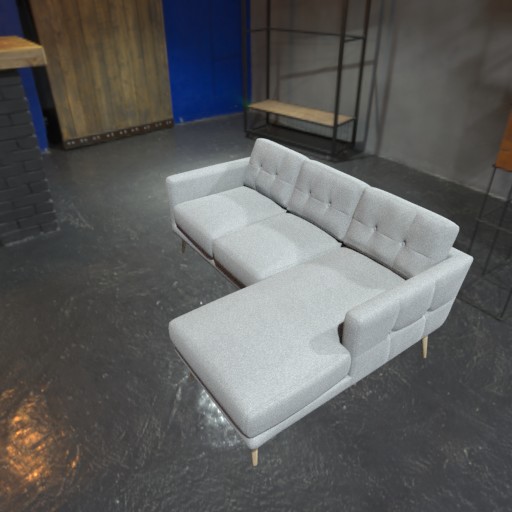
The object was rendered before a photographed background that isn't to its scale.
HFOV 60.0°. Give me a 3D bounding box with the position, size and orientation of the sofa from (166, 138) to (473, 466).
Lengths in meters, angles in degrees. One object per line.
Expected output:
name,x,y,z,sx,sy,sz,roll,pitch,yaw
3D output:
sofa,0.000,0.000,2.850,1.530,0.860,2.040,-21,38,-29
